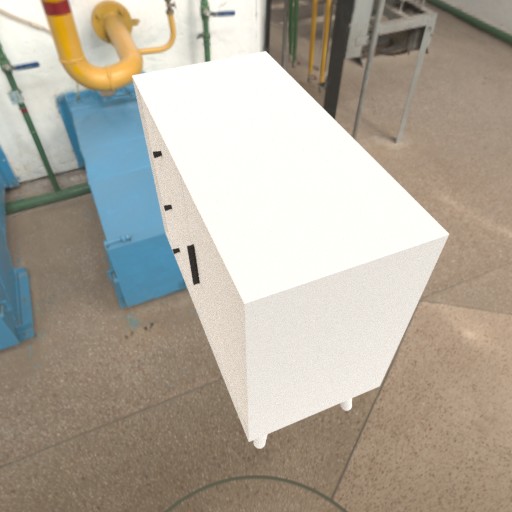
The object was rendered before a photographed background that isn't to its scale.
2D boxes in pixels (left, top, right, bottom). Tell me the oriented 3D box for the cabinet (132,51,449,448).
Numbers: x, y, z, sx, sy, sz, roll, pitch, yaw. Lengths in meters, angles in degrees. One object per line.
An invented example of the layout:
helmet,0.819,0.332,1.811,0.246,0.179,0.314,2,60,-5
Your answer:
cabinet,0.000,0.000,1.250,0.398,0.761,0.800,-17,50,-15
